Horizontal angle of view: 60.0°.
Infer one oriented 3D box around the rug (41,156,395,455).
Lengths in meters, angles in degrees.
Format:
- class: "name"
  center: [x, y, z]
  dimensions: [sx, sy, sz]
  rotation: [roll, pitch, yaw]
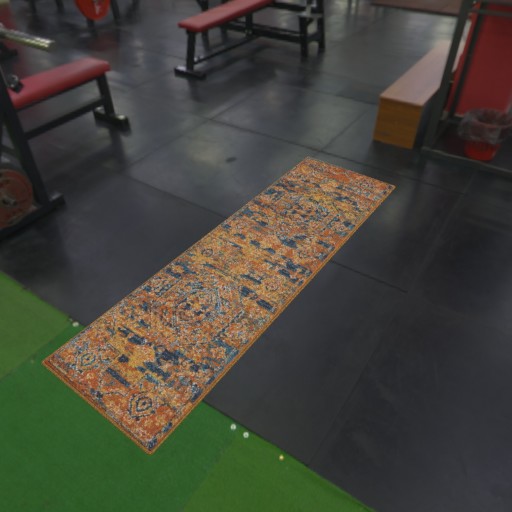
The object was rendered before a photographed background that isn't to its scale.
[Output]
- class: "rug"
  center: [0.000, 0.000, 1.993]
  dimensions: [0.556, 0.013, 1.820]
  rotation: [26, 48, 26]
